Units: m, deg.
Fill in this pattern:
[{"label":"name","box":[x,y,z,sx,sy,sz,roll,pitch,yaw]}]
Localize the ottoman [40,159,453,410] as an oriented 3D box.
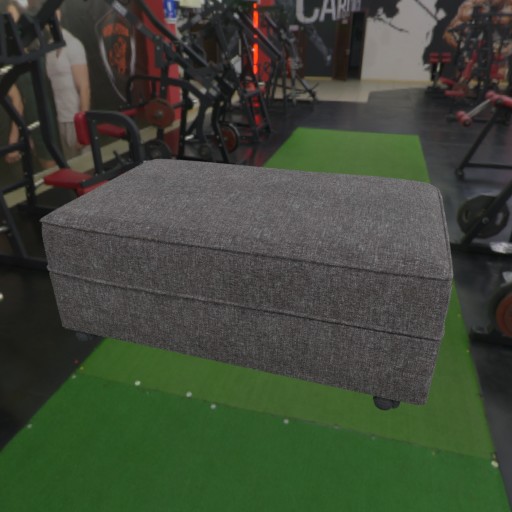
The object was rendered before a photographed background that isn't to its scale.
[{"label":"ottoman","box":[0.000,0.000,1.533,1.184,0.487,0.717,8,29,15]}]
